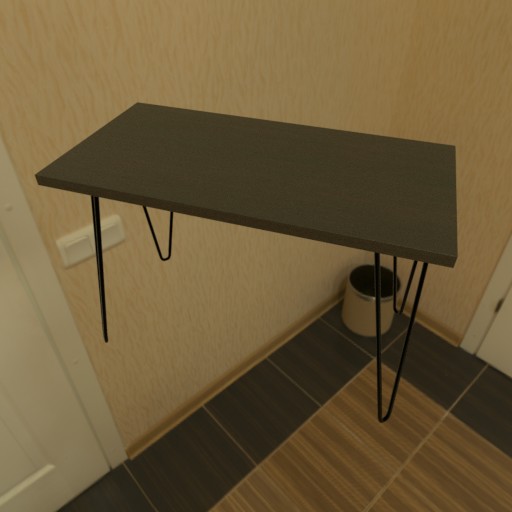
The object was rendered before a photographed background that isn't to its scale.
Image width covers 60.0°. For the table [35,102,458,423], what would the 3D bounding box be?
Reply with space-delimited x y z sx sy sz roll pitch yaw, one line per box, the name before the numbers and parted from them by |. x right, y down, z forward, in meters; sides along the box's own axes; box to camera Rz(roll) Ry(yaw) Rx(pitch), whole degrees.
table | 0.000 0.000 1.372 0.991 0.660 0.499 12 42 14
